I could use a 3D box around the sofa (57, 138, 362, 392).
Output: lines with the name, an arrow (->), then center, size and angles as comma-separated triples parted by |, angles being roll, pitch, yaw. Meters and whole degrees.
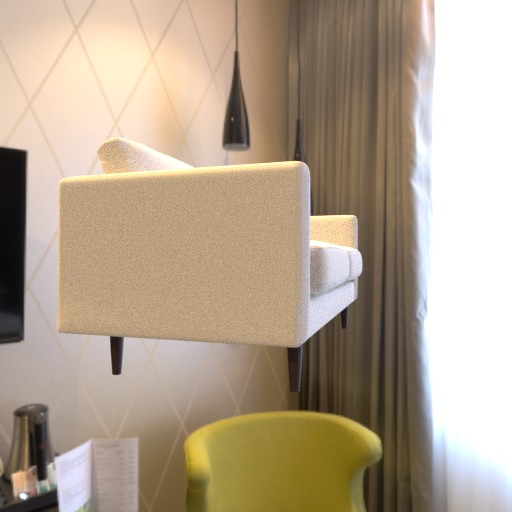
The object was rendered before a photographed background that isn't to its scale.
sofa -> 0.000, 0.000, 2.219 | 0.940, 0.893, 1.713 | 0, 0, 18
